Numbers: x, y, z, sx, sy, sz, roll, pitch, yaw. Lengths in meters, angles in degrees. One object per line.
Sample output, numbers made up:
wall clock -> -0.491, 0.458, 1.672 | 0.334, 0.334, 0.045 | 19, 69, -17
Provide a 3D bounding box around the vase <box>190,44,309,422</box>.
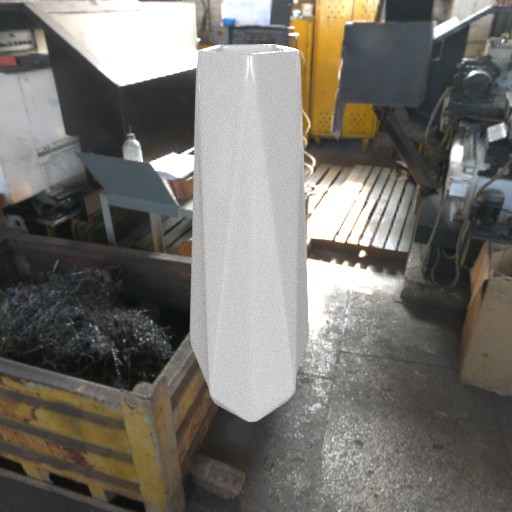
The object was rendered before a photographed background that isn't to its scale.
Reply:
vase -> 0.000, 0.000, 0.386 | 0.116, 0.329, 0.122 | -11, 32, -18
